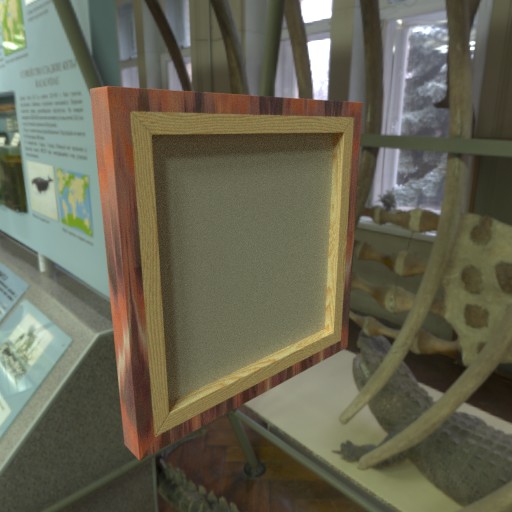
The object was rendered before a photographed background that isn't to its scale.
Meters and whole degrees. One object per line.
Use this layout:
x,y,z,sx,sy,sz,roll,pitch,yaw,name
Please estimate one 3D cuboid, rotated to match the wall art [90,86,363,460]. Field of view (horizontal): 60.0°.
0.000,0.000,0.601,0.403,0.406,0.038,-15,22,-41,wall art
